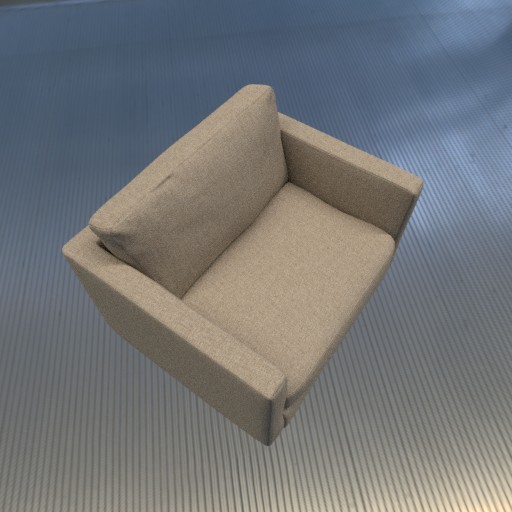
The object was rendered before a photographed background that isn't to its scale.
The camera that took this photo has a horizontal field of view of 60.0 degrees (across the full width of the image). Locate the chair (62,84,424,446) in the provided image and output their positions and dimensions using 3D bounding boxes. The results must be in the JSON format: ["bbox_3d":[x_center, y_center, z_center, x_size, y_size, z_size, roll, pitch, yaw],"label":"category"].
[{"bbox_3d":[0.000,0.000,1.886,0.959,0.961,1.107,31,61,19],"label":"chair"}]
